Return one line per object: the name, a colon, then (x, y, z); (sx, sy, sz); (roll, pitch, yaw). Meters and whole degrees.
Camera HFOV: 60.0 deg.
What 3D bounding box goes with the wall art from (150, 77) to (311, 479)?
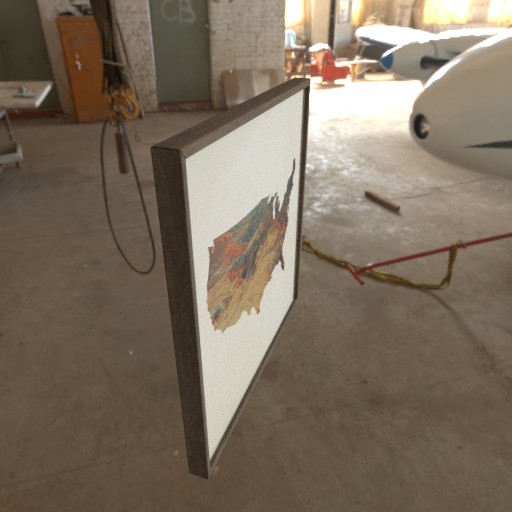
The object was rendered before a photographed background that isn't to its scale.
wall art: (0.000, 0.000, 1.123); (0.050, 0.751, 0.749); (10, 31, 18)
